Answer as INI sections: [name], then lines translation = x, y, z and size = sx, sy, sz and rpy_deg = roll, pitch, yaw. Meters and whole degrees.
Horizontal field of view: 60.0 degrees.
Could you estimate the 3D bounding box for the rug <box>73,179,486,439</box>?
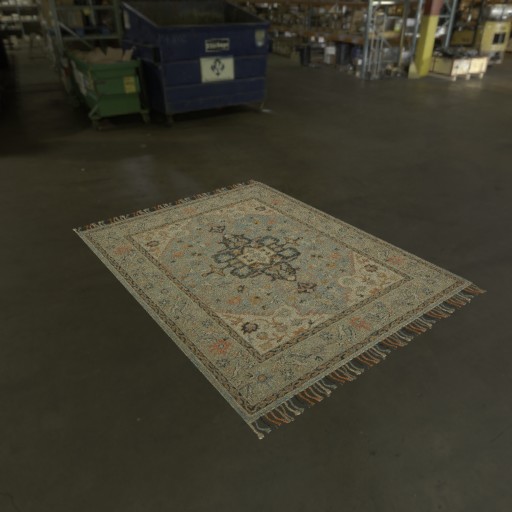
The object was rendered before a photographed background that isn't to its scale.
[rug]
translation = 0.000, 0.000, 4.156
size = 2.379, 0.011, 3.221
rpy_deg = -21, 37, -32
